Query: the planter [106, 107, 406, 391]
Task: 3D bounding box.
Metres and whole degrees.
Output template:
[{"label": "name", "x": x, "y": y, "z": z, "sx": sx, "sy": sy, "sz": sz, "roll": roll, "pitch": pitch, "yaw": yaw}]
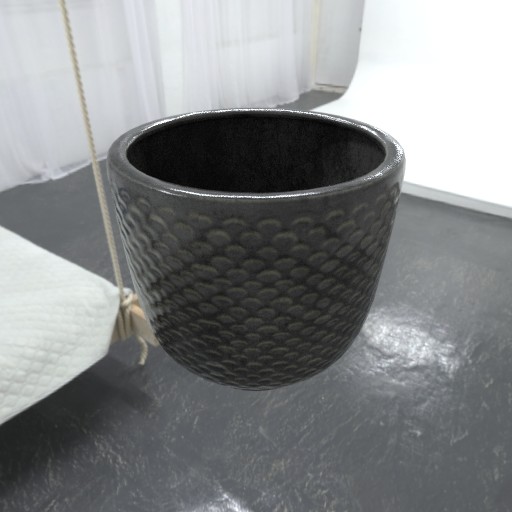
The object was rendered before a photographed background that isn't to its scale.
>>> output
[{"label": "planter", "x": 0.000, "y": 0.000, "z": 0.245, "sx": 0.140, "sy": 0.129, "sz": 0.140, "roll": 0, "pitch": 32, "yaw": 0}]
